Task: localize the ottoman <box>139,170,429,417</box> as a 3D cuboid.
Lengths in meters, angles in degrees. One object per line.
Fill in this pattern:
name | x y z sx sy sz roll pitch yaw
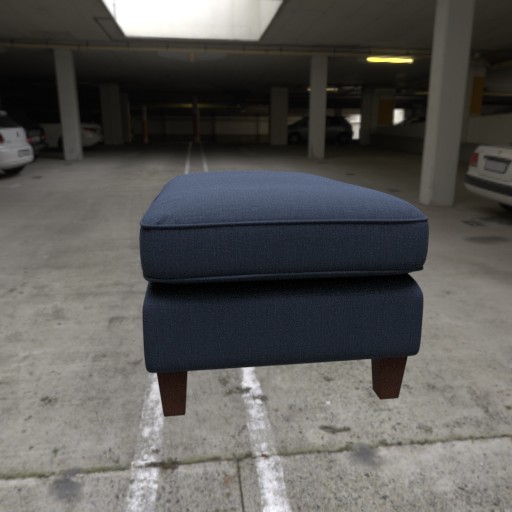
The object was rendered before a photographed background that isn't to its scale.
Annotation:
ottoman | 0.000 0.000 1.234 0.570 0.438 0.885 -2 14 -8
